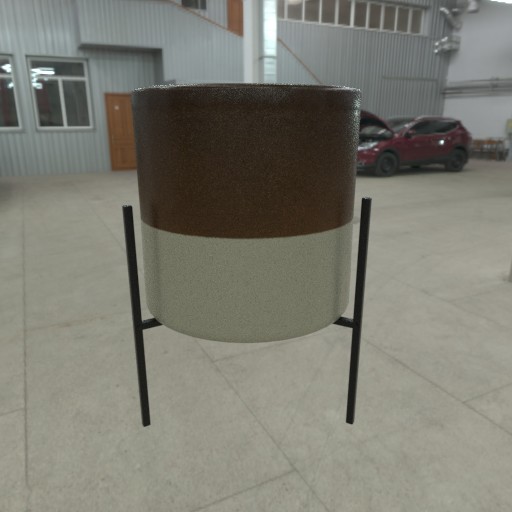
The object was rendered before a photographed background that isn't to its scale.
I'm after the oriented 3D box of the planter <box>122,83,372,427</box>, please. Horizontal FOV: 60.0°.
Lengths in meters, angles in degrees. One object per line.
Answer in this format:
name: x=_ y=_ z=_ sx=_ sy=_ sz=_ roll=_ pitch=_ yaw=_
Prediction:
planter: x=0.000 y=0.000 z=0.536 sx=0.269 sy=0.375 sz=0.255 roll=9 pitch=20 yaw=27
